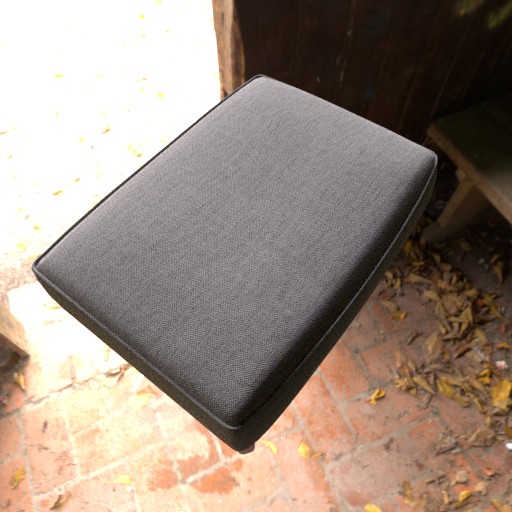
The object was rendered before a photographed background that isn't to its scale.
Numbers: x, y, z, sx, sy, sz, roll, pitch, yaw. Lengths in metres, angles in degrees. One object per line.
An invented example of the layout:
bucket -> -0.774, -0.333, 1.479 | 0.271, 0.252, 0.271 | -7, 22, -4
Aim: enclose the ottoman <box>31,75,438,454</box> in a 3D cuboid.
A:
ottoman -> 0.000, 0.000, 1.054 | 0.555, 0.458, 0.750 | 33, 64, 19
